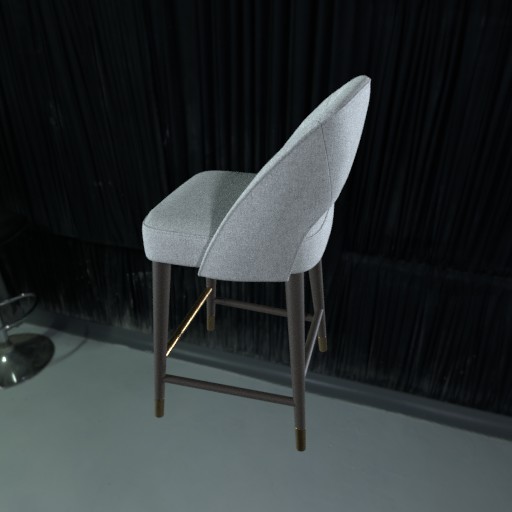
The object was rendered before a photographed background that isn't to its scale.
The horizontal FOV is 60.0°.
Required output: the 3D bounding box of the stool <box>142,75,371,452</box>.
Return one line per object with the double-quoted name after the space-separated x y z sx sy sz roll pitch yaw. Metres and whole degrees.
0.000 0.000 1.229 0.509 0.940 0.494 8 30 14 "stool"
